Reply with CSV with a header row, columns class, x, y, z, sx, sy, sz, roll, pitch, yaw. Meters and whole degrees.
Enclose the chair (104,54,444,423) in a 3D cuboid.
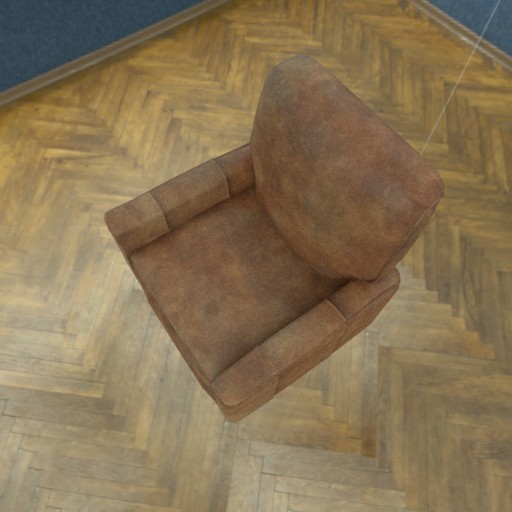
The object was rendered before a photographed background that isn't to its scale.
class,x,y,z,sx,sy,sz,roll,pitch,yaw
chair,0.000,0.000,1.657,0.836,1.043,0.843,-32,68,-15
